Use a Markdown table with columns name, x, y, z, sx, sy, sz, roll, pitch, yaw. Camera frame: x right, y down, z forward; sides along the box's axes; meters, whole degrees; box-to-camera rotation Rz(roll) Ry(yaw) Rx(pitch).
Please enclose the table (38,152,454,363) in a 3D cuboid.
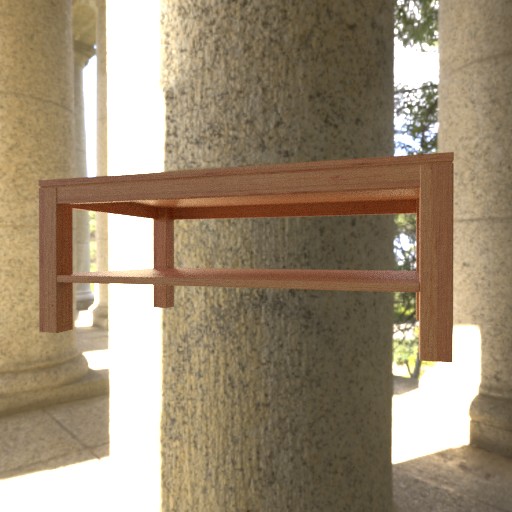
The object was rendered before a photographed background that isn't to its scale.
| name | x | y | z | sx | sy | sz | roll | pitch | yaw |
| --- | --- | --- | --- | --- | --- | --- | --- | --- | --- |
| table | 0.000 | 0.000 | 1.474 | 1.146 | 0.457 | 0.695 | 0 | 0 | 19 |
